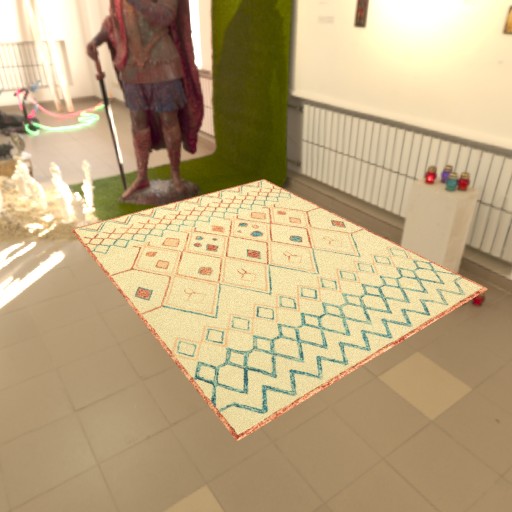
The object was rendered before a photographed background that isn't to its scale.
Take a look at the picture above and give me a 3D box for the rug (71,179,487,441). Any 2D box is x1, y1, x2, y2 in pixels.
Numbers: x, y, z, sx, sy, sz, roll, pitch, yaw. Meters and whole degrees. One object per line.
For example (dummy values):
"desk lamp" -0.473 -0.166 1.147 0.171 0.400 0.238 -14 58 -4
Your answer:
"rug" 0.000 0.000 4.047 2.441 0.016 3.050 -20 36 -30
